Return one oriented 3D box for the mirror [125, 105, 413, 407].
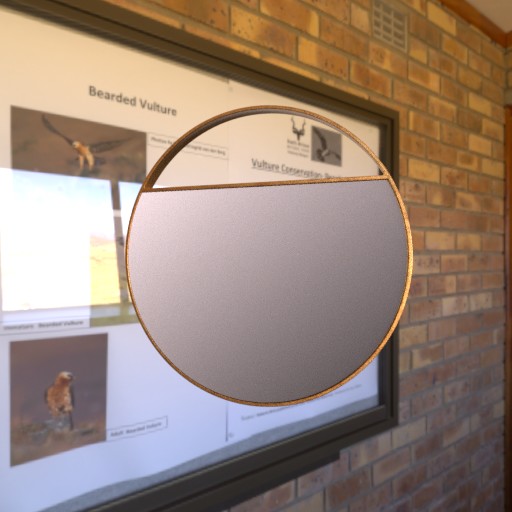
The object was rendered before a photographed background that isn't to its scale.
[{"bbox_3d":[0.000,0.000,0.849,0.565,0.565,0.032,0,0,18],"label":"mirror"}]
